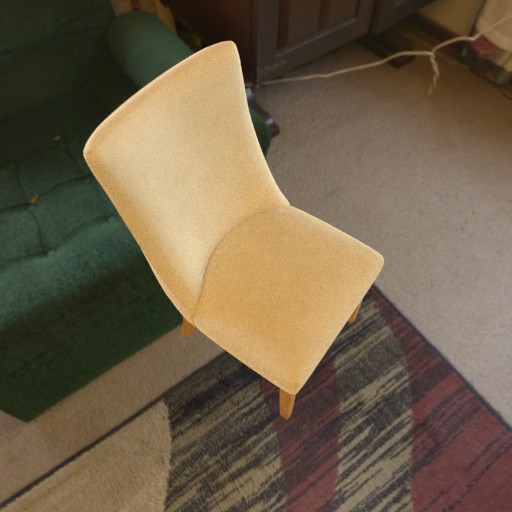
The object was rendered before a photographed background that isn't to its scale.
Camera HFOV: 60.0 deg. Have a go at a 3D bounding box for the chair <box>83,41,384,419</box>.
[{"bbox_3d":[0.000,0.000,1.263,0.610,0.902,0.495,32,63,18],"label":"chair"}]
